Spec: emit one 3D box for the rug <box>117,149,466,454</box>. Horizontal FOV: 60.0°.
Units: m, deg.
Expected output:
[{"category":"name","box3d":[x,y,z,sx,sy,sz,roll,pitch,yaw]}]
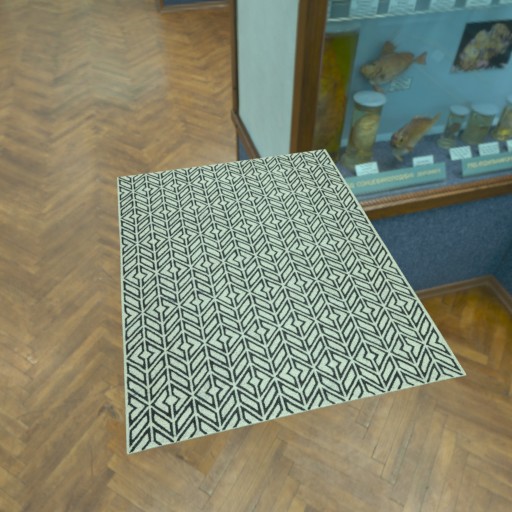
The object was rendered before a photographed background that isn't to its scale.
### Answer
[{"category":"rug","box3d":[0.000,0.000,4.052,2.421,0.008,3.045,-10,47,-9]}]
